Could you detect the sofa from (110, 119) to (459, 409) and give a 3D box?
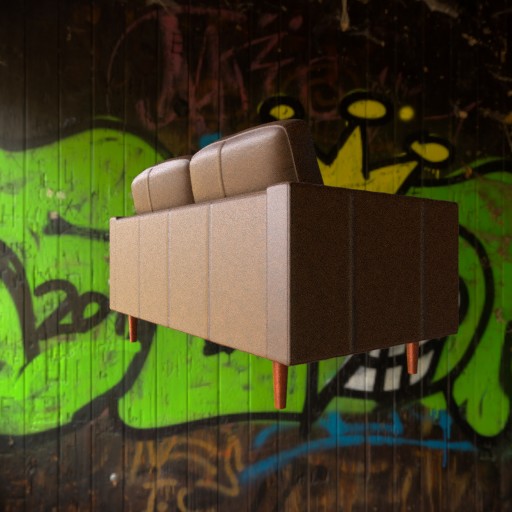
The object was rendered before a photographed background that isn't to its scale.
[{"bbox_3d":[0.000,0.000,2.131,0.909,0.951,1.578,0,0,-36],"label":"sofa"}]
